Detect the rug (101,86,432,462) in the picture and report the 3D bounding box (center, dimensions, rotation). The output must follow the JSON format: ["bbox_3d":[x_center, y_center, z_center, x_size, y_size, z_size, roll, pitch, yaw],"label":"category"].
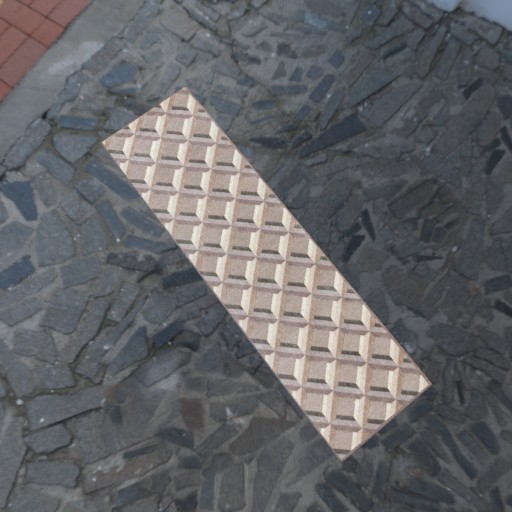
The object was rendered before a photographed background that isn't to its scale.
[{"bbox_3d":[0.000,0.000,2.713,0.685,0.013,2.437,-37,79,-8],"label":"rug"}]
